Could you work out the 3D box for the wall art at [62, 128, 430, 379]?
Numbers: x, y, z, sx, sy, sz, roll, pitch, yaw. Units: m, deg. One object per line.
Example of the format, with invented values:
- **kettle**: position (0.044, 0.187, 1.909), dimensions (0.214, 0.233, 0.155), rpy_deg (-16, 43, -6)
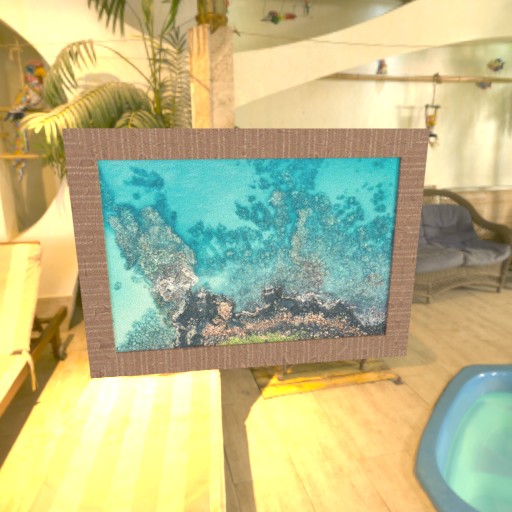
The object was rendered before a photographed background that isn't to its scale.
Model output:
- **wall art**: position (0.000, 0.000, 1.375), dimensions (1.056, 0.761, 0.020), rpy_deg (-2, 16, -8)
